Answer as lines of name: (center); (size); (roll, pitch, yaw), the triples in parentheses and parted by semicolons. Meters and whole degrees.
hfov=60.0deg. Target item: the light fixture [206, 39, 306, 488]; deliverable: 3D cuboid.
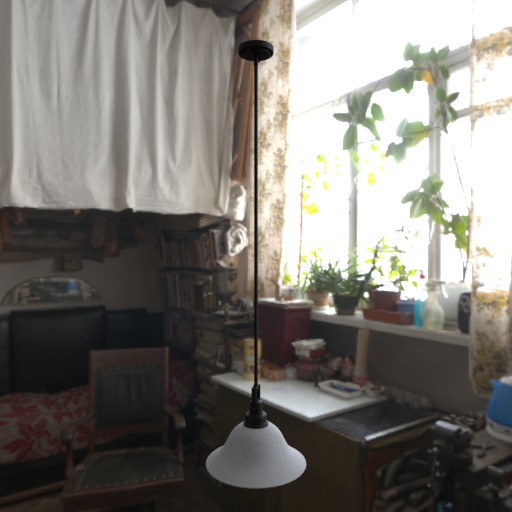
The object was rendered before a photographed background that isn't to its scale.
light fixture: (0.000, 0.000, 1.431); (0.324, 1.337, 0.324); (0, 1, 16)
